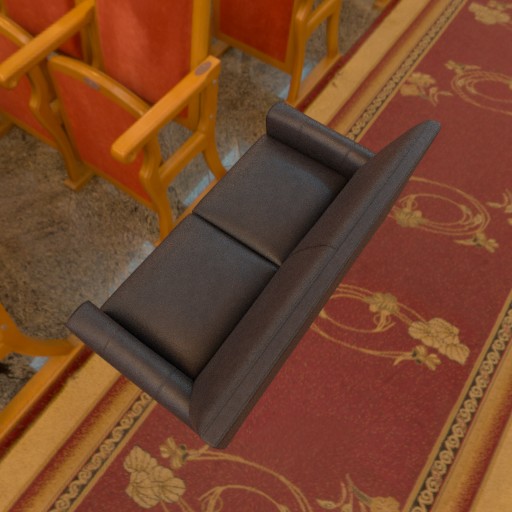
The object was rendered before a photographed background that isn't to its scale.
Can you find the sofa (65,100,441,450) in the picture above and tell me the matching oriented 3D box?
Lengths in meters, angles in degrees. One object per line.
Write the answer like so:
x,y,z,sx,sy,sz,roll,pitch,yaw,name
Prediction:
0.000,0.000,1.982,0.787,0.871,1.473,33,67,16,sofa
